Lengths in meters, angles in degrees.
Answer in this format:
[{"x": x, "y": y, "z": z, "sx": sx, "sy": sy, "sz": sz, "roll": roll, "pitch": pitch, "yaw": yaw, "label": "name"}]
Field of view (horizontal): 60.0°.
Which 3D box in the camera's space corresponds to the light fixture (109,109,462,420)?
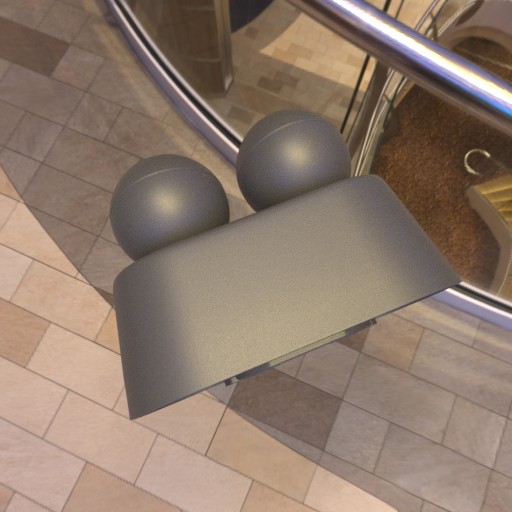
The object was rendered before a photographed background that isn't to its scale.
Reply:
[{"x": 0.000, "y": 0.000, "z": 0.333, "sx": 0.229, "sy": 0.159, "sz": 0.159, "roll": -21, "pitch": 76, "yaw": -5, "label": "light fixture"}]
